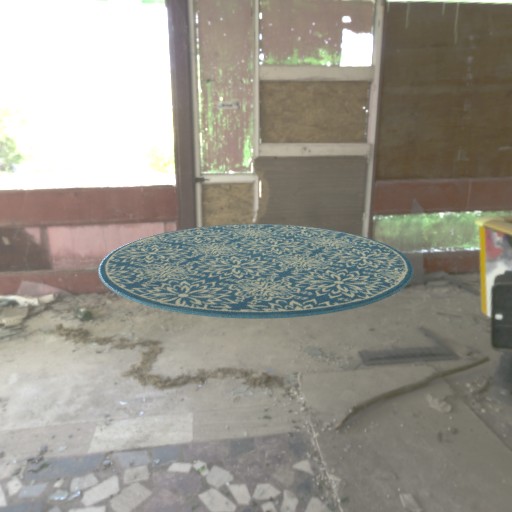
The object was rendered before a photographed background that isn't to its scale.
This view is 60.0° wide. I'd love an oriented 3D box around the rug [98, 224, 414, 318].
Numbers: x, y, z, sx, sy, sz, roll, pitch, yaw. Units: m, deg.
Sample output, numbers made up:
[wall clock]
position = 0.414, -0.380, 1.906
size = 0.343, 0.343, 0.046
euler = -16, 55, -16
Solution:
[rug]
position = 0.000, 0.000, 2.366
size = 1.593, 0.012, 1.593
euler = 0, 16, 0
